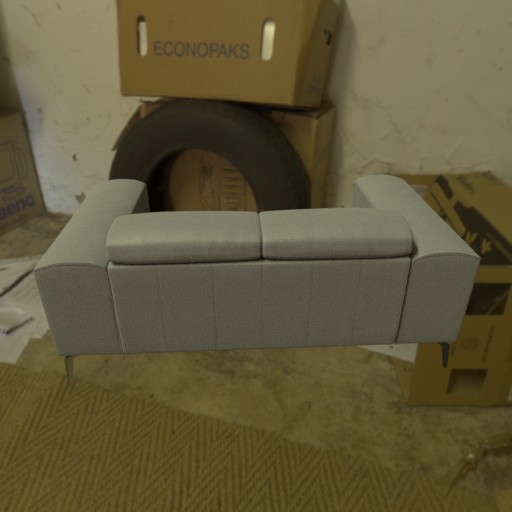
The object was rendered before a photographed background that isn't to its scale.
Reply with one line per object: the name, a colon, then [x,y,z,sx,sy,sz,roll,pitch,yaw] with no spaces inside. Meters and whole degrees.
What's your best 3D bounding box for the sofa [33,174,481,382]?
sofa: [0.000,0.000,2.372,1.895,0.779,1.003,-1,30,-3]
